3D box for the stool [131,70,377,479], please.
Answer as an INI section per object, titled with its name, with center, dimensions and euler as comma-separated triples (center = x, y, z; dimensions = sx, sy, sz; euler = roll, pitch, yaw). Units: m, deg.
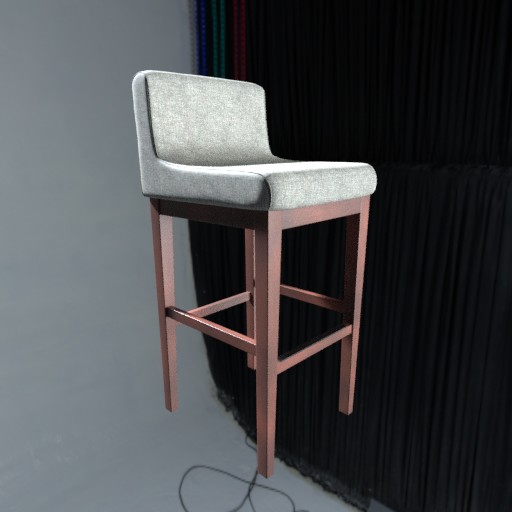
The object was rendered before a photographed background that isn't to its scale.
[stool]
center = 0.000, 0.000, 1.229
dimensions = 0.499, 0.965, 0.426
euler = 14, 20, 42
